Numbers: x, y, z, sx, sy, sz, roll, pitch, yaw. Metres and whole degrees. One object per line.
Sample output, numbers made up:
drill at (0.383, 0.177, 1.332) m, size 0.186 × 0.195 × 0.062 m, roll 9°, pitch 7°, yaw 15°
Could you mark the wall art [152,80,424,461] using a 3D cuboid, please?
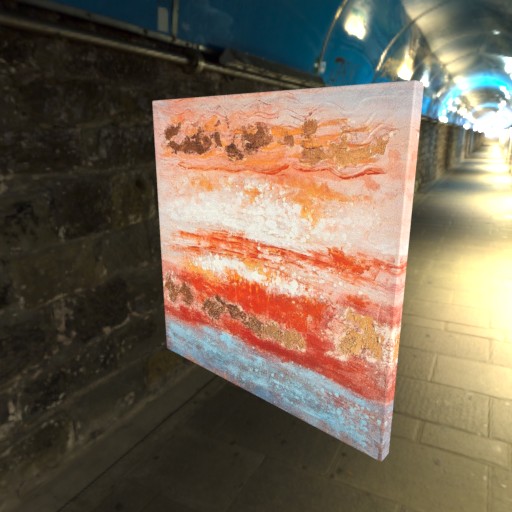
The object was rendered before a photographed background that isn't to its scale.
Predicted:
wall art at (0.000, 0.000, 1.081) m, size 0.747 × 0.747 × 0.035 m, roll 14°, pitch 21°, yaw 41°
